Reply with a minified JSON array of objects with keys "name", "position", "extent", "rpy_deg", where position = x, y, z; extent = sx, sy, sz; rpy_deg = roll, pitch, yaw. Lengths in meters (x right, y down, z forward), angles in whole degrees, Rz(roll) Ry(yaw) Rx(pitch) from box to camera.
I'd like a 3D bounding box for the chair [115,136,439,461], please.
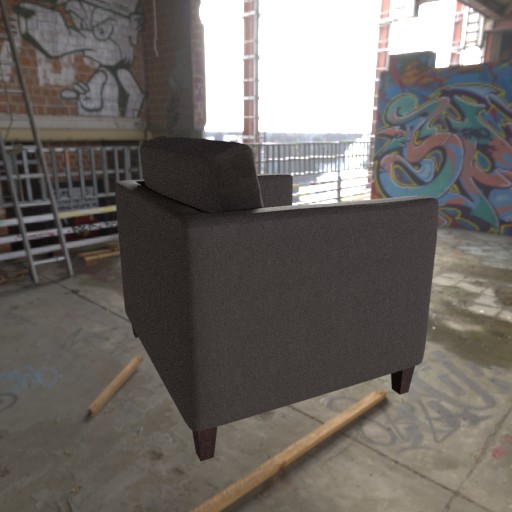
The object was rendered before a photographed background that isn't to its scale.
[{"name":"chair","position":[0.000,0.000,1.852],"extent":[0.959,0.963,1.107],"rpy_deg":[-8,17,-25]}]
